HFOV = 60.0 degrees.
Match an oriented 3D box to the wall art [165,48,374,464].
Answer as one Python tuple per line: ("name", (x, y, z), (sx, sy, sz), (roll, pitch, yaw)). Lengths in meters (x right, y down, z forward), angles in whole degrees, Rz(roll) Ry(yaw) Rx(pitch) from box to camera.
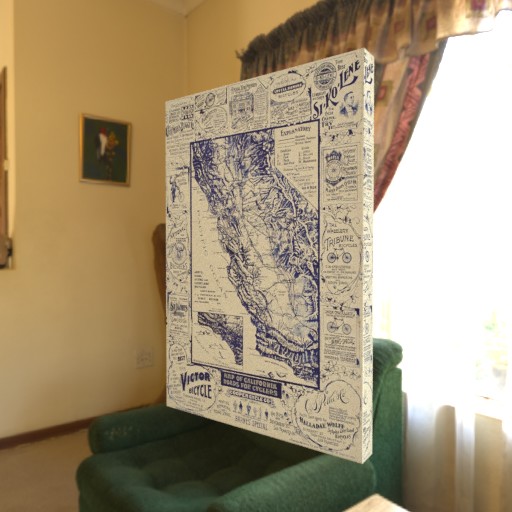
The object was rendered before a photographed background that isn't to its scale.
("wall art", (0.000, 0.000, 0.773), (0.408, 0.601, 0.040), (1, 1, 35))
